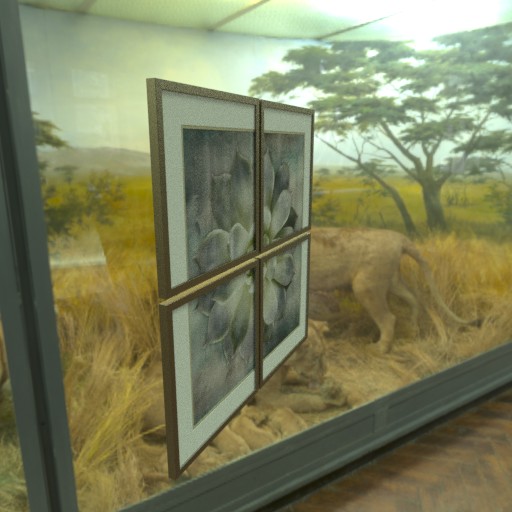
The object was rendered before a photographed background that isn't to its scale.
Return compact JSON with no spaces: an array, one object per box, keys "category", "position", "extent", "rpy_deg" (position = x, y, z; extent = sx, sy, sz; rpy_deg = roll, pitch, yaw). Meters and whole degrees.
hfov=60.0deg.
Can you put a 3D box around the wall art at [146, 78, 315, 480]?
[{"category":"wall art","position":[0.000,0.000,1.538],"extent":[0.030,1.032,1.032],"rpy_deg":[7,16,26]}]
